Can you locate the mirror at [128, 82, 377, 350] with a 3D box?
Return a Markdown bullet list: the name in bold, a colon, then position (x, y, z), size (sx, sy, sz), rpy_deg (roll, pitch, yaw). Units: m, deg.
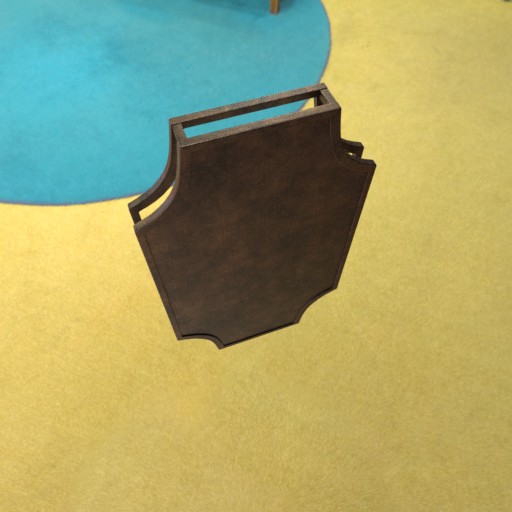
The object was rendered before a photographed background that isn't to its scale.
- **mirror**: position (0.000, 0.000, 1.018), size (0.462, 0.811, 0.066), rpy_deg (-17, 59, -10)
